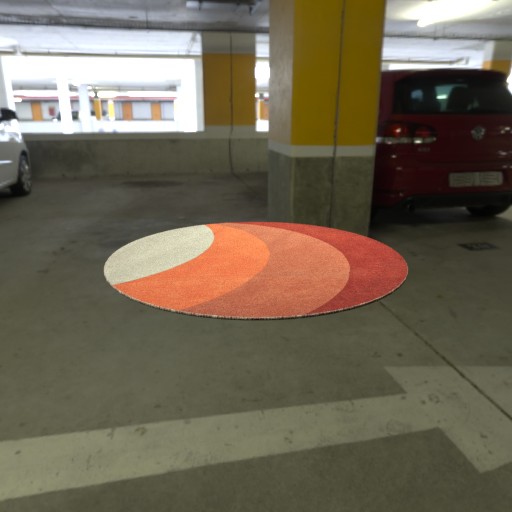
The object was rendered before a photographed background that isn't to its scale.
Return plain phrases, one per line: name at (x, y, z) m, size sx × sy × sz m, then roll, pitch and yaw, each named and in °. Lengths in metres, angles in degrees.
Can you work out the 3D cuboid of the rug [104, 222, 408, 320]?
rug at (0.000, 0.000, 2.319) m, size 1.514 × 0.015 × 1.514 m, roll 0°, pitch 18°, yaw 0°
